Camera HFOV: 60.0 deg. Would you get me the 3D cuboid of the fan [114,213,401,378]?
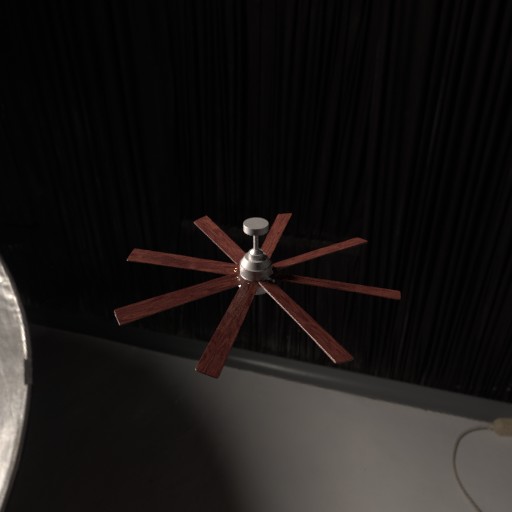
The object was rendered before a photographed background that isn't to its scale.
[{"bbox_3d":[0.000,0.000,2.843,1.830,0.472,1.830,8,32,13],"label":"fan"}]
